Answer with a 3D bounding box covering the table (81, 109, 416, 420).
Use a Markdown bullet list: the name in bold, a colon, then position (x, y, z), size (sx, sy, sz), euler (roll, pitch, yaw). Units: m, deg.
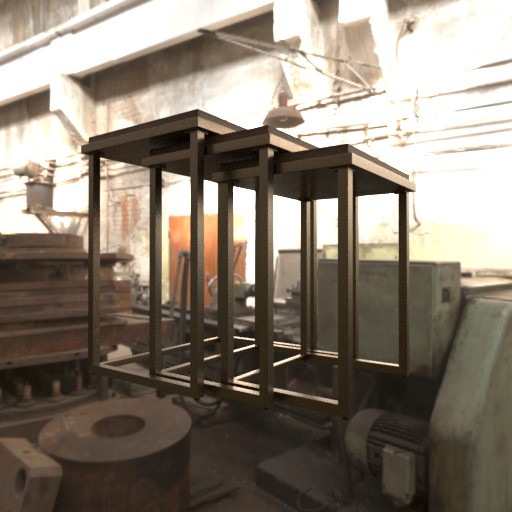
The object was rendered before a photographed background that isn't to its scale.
- **table**: position (0.000, 0.000, 1.159), size (0.706, 0.610, 0.559), euler (0, 0, 35)
